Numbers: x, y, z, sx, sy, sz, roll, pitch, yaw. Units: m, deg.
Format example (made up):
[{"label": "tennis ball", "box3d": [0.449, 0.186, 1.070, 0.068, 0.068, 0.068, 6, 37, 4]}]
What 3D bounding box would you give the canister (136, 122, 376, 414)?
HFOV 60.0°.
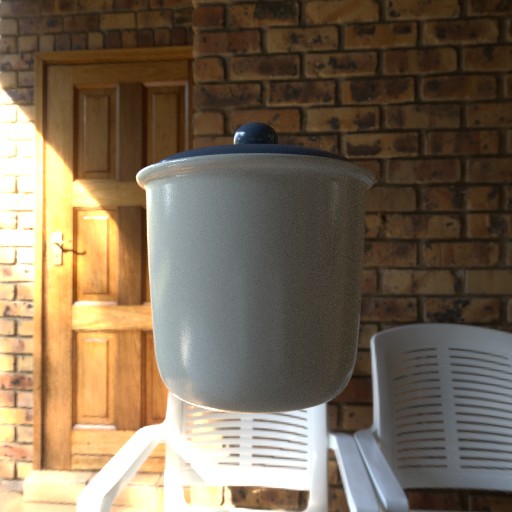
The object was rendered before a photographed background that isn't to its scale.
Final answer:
[{"label": "canister", "box3d": [0.000, 0.000, 0.348, 0.182, 0.208, 0.182, 0, -1, 0]}]
